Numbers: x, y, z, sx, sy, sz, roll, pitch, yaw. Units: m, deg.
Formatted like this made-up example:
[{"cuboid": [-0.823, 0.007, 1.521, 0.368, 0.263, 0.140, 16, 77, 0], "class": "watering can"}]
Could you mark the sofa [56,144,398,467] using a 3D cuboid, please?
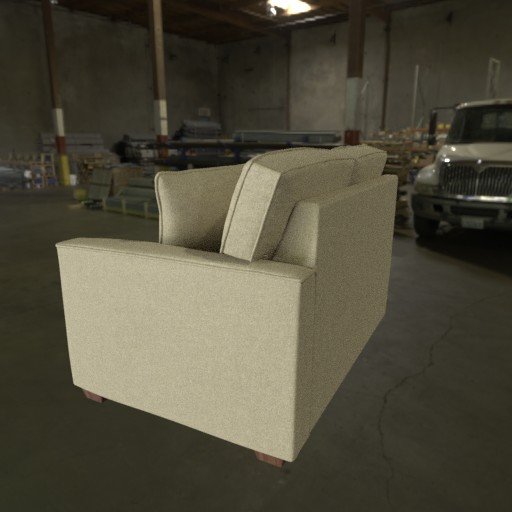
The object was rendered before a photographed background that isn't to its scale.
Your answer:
[{"cuboid": [0.000, 0.000, 2.036, 0.991, 0.989, 1.388, 7, 16, 26], "class": "sofa"}]
